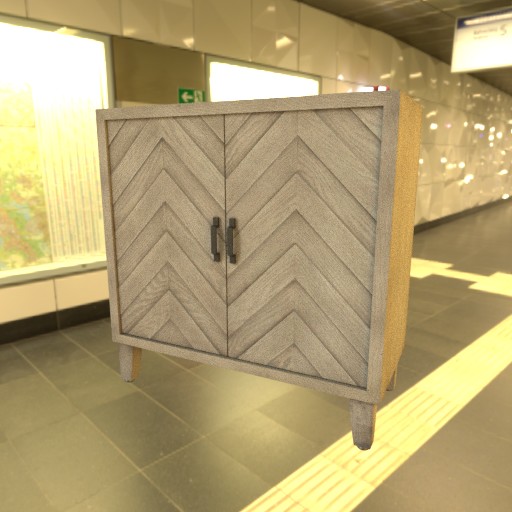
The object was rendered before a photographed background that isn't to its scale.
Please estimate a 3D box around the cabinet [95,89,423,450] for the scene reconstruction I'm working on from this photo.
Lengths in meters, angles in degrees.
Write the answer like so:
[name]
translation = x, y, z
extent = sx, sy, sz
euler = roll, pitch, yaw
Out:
[cabinet]
translation = 0.000, 0.000, 1.238
extent = 0.781, 0.787, 0.370
euler = 6, 14, 26
